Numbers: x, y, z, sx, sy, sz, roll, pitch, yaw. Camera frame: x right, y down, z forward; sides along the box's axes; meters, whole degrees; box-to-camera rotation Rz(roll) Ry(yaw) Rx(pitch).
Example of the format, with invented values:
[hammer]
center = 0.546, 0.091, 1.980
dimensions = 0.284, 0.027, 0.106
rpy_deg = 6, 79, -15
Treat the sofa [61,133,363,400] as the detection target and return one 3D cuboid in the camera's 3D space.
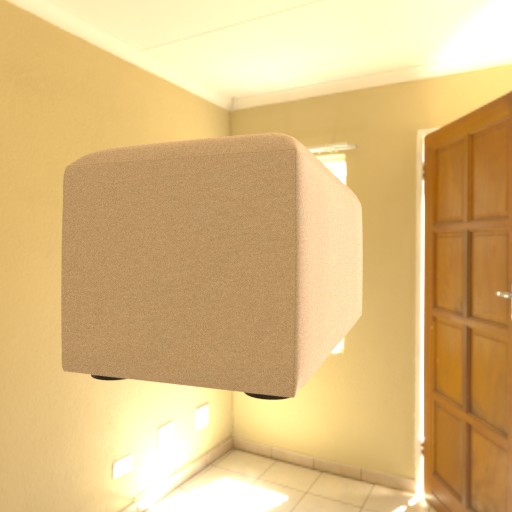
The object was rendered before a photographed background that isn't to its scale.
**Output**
[sofa]
center = 0.000, 0.000, 1.198
dimensions = 0.480, 0.470, 0.930
rpy_deg = 0, 1, 20
